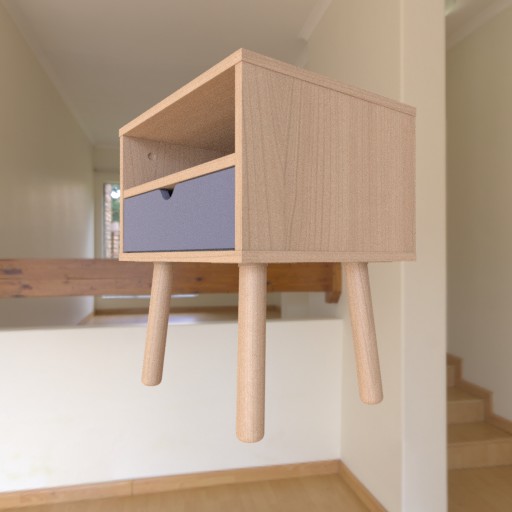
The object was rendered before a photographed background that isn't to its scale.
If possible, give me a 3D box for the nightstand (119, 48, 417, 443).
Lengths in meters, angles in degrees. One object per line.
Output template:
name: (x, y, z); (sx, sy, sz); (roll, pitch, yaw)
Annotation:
nightstand: (0.000, 0.000, 0.859); (0.380, 0.530, 0.450); (0, 0, -37)
